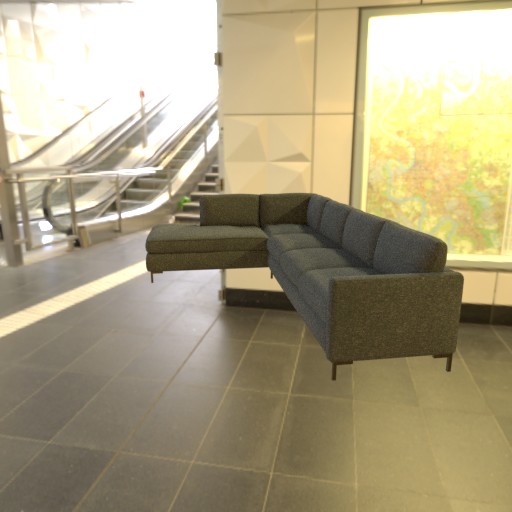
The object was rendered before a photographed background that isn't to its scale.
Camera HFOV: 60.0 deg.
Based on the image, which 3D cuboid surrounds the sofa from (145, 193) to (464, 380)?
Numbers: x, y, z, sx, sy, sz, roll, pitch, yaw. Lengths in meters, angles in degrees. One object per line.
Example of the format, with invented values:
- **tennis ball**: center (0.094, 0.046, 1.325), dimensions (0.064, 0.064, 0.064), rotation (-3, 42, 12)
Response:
- **sofa**: center (0.000, 0.000, 3.831), dimensions (2.007, 0.815, 2.949), rotation (-2, 14, -8)
